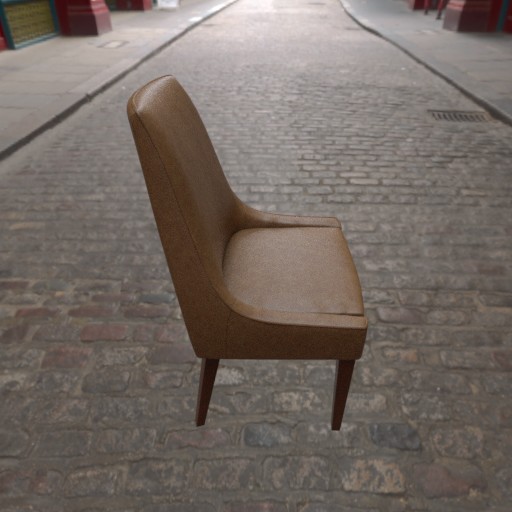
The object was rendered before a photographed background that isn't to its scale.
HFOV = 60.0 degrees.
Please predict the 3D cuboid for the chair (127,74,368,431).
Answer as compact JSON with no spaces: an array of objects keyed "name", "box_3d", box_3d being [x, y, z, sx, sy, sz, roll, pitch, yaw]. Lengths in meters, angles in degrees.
[{"name":"chair","box_3d":[0.000,0.000,1.193,0.544,0.861,0.529,1,33,1]}]
